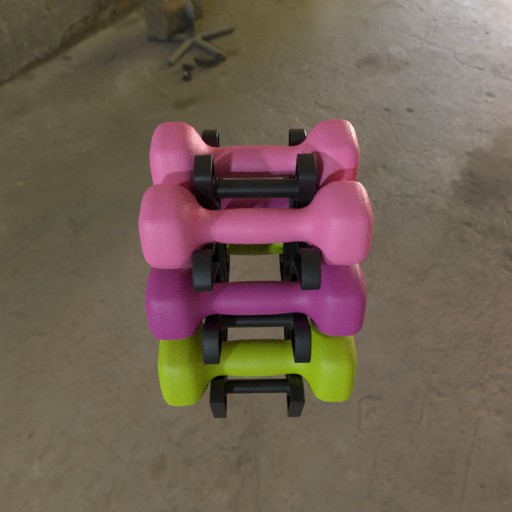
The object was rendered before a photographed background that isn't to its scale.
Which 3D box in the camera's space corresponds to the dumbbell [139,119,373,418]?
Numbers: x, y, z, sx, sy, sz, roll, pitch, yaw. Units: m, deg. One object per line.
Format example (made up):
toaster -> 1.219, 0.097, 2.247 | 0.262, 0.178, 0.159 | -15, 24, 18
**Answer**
dumbbell -> 0.000, 0.000, 0.451 | 0.203, 0.261, 0.257 | -1, 56, 0
